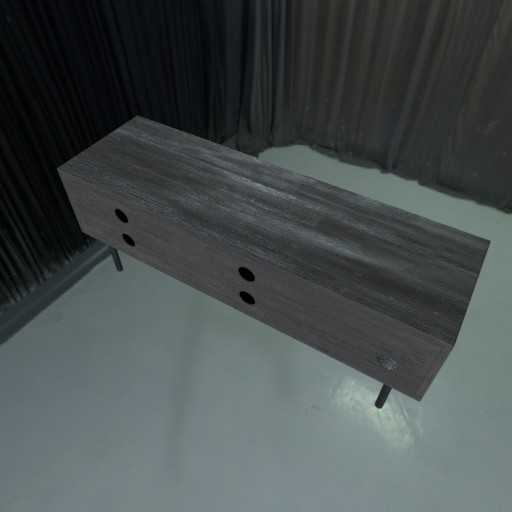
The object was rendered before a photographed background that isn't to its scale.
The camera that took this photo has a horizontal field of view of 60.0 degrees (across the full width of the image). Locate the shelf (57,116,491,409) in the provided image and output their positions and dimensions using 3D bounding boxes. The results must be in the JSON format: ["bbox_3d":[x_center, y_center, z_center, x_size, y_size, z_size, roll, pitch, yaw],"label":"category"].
[{"bbox_3d":[0.000,0.000,1.534,1.300,0.495,0.400,24,52,21],"label":"shelf"}]
